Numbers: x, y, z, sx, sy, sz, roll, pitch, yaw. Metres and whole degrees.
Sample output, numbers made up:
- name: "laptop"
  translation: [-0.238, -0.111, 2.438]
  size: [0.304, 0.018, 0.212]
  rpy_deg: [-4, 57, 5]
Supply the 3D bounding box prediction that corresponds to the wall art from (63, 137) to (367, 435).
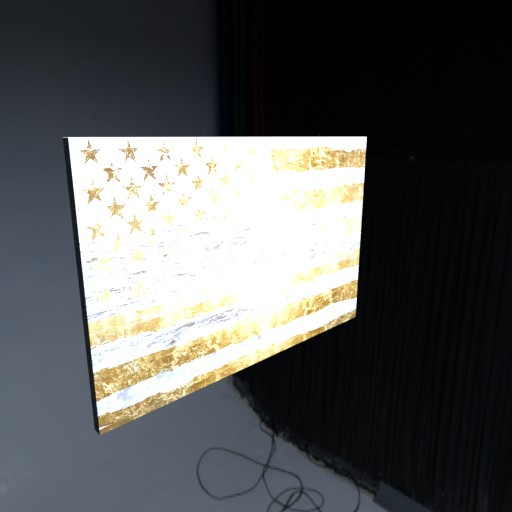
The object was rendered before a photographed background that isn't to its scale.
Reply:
- name: "wall art"
  translation: [0.000, 0.000, 1.177]
  size: [0.932, 0.610, 0.027]
  rpy_deg: [-14, 20, -41]
